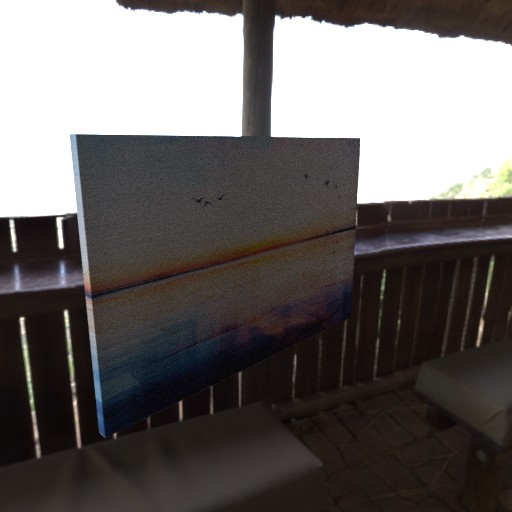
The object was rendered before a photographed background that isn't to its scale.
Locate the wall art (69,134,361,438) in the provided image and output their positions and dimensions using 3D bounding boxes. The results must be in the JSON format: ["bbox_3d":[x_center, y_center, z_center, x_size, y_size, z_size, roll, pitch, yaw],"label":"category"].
[{"bbox_3d":[0.000,0.000,1.450,0.034,0.756,1.137,14,20,43],"label":"wall art"}]
